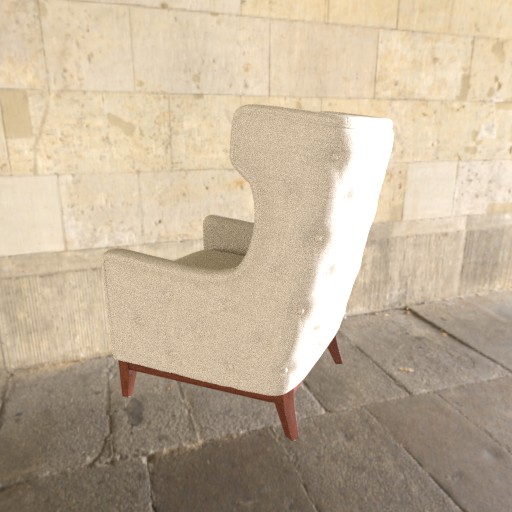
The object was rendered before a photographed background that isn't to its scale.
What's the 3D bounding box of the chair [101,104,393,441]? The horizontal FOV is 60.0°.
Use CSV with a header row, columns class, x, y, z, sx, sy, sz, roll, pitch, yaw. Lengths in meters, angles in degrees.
class,x,y,z,sx,sy,sz,roll,pitch,yaw
chair,0.000,0.000,1.712,0.899,1.079,0.778,8,18,25
